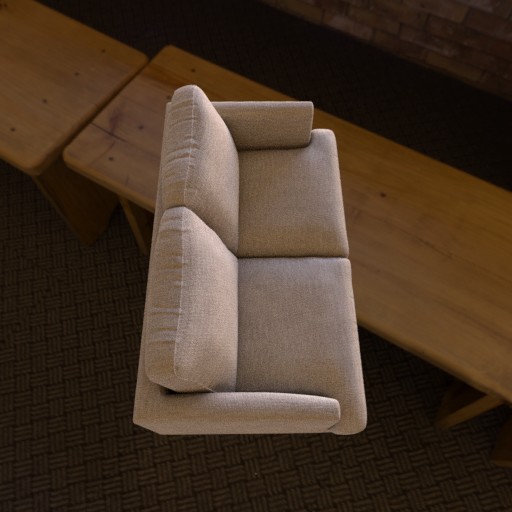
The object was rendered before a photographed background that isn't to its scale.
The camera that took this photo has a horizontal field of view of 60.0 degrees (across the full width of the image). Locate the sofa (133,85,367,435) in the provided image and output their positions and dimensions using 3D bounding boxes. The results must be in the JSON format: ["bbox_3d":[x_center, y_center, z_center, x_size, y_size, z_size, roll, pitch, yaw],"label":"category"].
[{"bbox_3d":[0.000,0.000,2.123,0.903,0.944,1.582,0,64,0],"label":"sofa"}]
